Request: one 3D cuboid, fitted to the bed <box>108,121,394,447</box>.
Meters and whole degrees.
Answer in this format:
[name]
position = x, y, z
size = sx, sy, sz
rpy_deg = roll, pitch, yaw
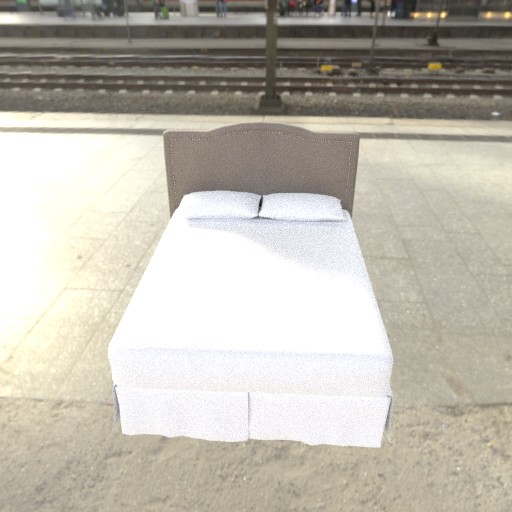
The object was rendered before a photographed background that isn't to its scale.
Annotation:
[bed]
position = 0.000, 0.000, 3.239
size = 1.744, 1.441, 2.128
rpy_deg = 1, 31, 2
